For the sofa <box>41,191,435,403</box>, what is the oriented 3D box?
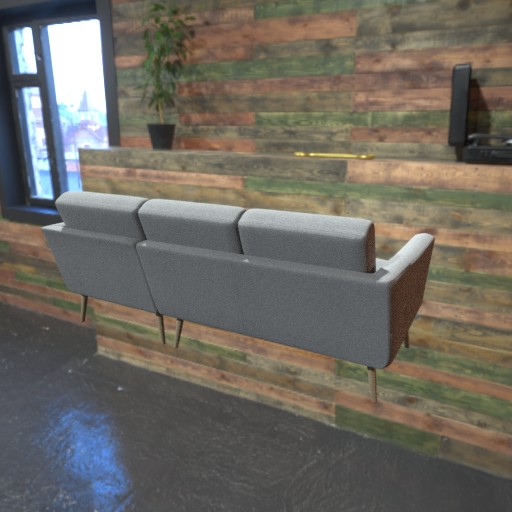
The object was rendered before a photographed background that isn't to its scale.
[{"bbox_3d":[0.000,0.000,2.778,2.040,0.860,1.530,9,18,27],"label":"sofa"}]
